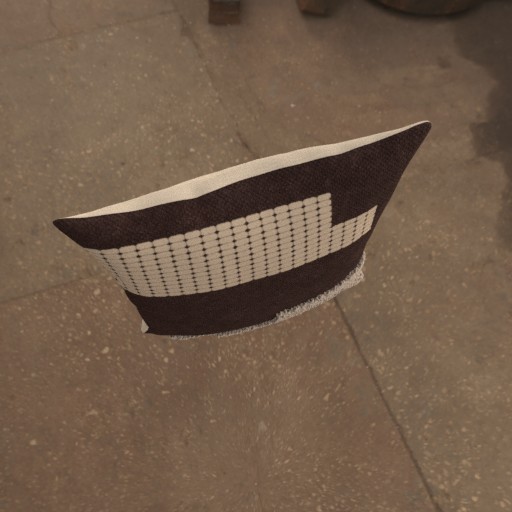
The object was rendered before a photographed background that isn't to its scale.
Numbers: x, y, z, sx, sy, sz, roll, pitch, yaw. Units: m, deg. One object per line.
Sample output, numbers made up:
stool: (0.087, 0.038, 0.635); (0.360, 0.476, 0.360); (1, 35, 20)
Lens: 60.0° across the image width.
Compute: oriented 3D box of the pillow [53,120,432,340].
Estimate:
pillow: (0.000, 0.000, 0.727); (0.475, 0.473, 0.178); (-16, 64, -8)
